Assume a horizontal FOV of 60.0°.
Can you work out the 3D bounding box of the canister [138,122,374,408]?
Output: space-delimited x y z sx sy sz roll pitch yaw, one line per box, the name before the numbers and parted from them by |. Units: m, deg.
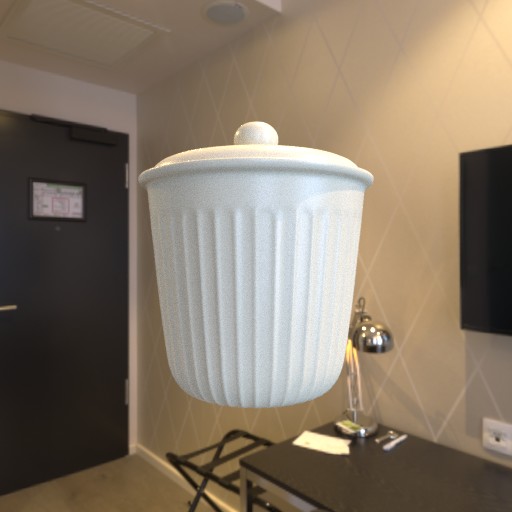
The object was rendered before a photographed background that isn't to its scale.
canister | 0.000 0.000 0.353 0.181 0.211 0.181 0 0 0
